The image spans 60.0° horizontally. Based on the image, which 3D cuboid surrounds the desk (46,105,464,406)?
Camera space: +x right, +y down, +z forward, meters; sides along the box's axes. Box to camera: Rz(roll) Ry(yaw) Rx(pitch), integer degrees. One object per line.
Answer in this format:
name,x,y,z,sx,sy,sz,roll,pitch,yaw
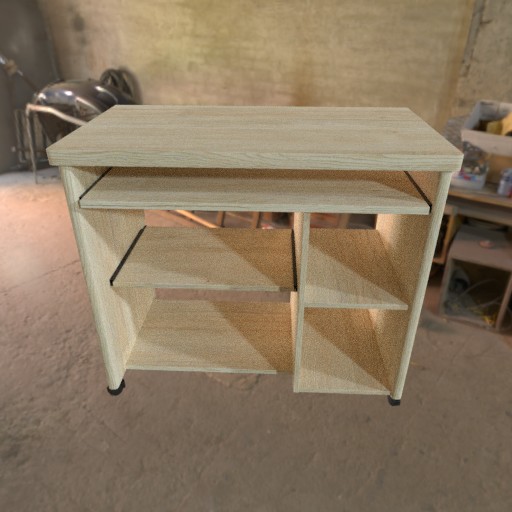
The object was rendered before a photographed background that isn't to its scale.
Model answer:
desk,0.000,0.000,1.324,0.885,0.770,0.480,1,30,2
